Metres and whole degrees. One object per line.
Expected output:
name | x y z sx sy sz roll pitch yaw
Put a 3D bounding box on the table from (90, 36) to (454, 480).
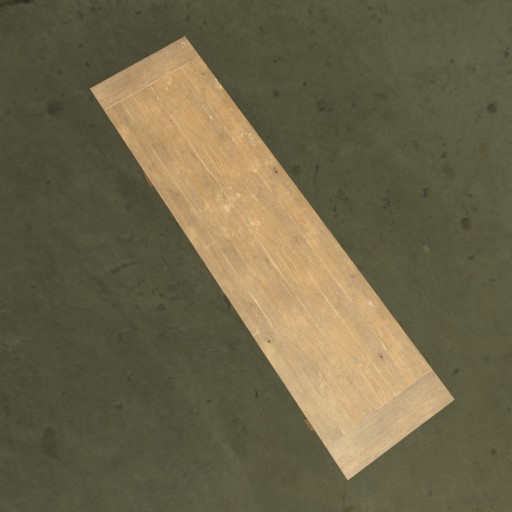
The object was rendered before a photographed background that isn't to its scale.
table | 0.000 0.000 2.092 0.465 0.810 1.800 -33 78 -8
